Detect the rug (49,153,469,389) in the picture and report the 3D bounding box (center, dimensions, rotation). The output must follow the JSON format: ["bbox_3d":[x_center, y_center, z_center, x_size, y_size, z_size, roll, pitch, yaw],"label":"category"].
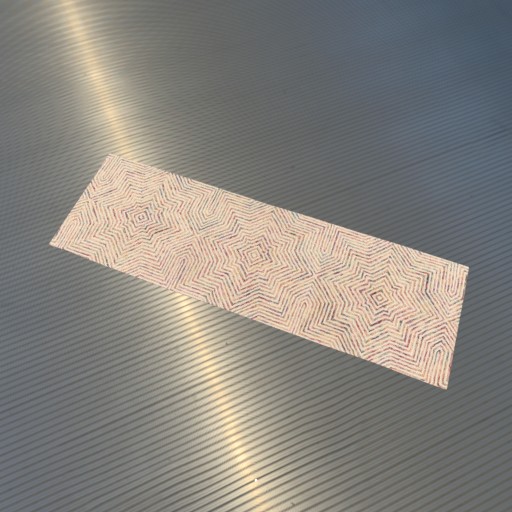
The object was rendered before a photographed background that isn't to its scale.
[{"bbox_3d":[0.000,0.000,2.692,2.443,0.009,0.771,19,65,9],"label":"rug"}]
